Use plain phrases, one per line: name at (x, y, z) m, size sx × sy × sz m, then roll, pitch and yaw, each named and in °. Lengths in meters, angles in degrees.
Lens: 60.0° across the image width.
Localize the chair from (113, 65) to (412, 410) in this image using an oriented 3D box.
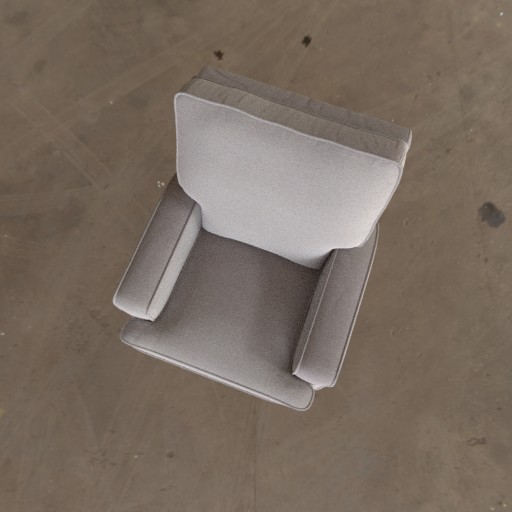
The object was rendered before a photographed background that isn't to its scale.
chair at (0.000, 0.000, 1.699) m, size 0.861 × 0.964 × 0.969 m, roll 20°, pitch 75°, yaw 6°
